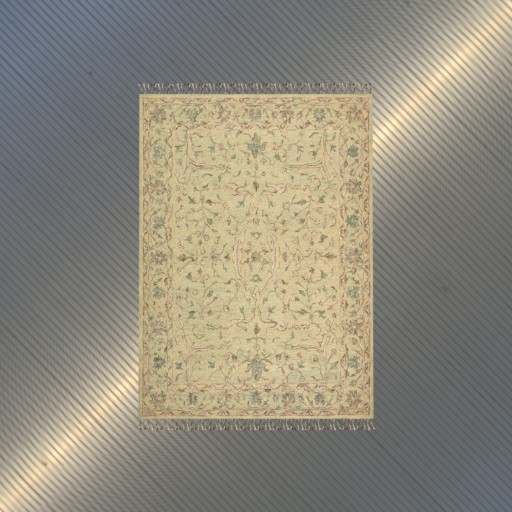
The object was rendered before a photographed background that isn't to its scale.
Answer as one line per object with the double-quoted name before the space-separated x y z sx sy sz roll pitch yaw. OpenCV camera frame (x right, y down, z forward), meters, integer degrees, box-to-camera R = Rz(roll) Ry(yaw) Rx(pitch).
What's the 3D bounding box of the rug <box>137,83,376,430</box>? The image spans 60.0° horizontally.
"rug" 0.000 0.000 2.306 1.247 0.008 1.802 0 89 0
